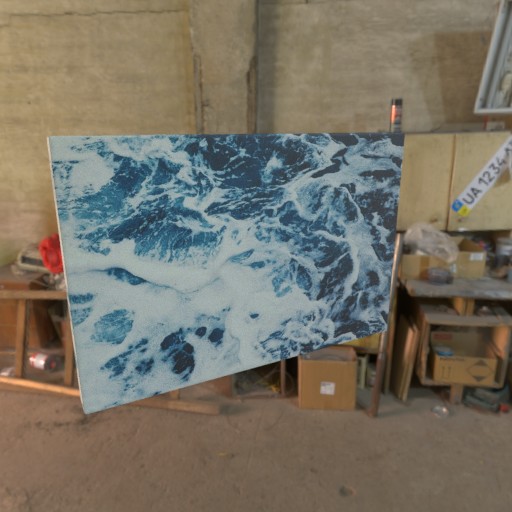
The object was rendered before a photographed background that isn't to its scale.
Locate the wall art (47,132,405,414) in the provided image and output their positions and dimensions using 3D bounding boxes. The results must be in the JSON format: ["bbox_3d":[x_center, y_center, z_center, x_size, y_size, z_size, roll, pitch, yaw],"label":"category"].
[{"bbox_3d":[0.000,0.000,0.766,0.609,0.407,0.043,-9,19,-27],"label":"wall art"}]
